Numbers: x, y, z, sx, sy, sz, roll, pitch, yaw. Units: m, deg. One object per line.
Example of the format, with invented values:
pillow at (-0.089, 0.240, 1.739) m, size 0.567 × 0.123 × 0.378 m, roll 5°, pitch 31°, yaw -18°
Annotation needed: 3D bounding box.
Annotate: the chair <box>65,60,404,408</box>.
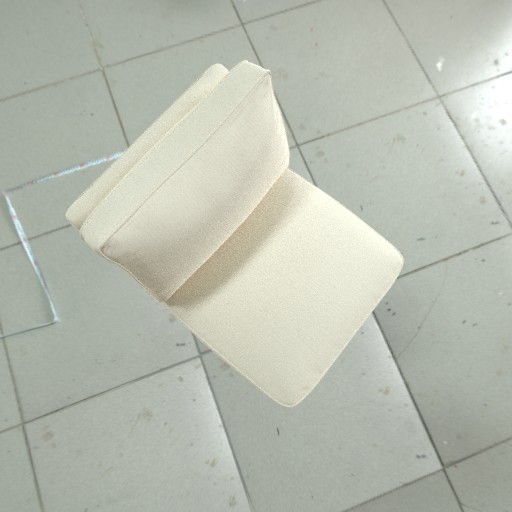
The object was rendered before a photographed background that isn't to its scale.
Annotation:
chair at (0.000, 0.000, 1.422) m, size 0.781 × 0.887 × 0.630 m, roll 39°, pitch 78°, yaw 10°
